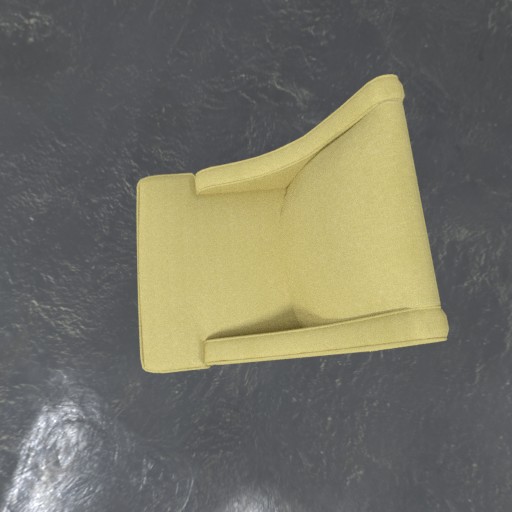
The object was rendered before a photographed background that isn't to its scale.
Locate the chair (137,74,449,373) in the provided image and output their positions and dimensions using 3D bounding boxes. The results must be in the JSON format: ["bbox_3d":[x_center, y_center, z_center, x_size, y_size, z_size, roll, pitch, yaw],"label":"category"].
[{"bbox_3d":[0.000,0.000,1.469,0.814,0.896,0.696,-5,76,-1],"label":"chair"}]
